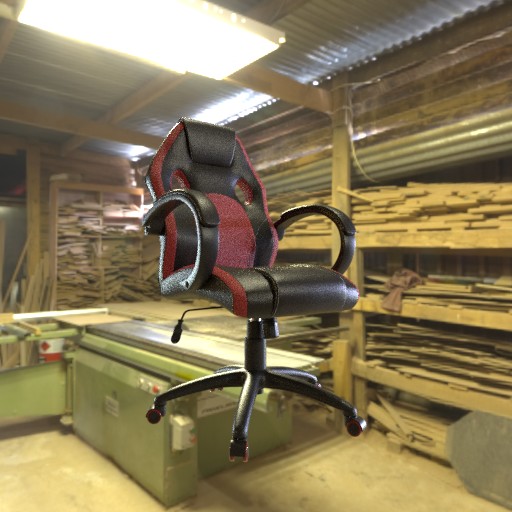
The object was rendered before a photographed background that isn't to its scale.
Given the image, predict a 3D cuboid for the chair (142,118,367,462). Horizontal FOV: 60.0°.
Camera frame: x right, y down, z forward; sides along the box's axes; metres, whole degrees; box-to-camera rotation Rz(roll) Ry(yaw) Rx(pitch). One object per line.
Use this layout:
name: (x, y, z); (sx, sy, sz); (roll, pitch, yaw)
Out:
chair: (0.000, 0.000, 1.675); (0.750, 1.189, 0.783); (1, -2, -36)
